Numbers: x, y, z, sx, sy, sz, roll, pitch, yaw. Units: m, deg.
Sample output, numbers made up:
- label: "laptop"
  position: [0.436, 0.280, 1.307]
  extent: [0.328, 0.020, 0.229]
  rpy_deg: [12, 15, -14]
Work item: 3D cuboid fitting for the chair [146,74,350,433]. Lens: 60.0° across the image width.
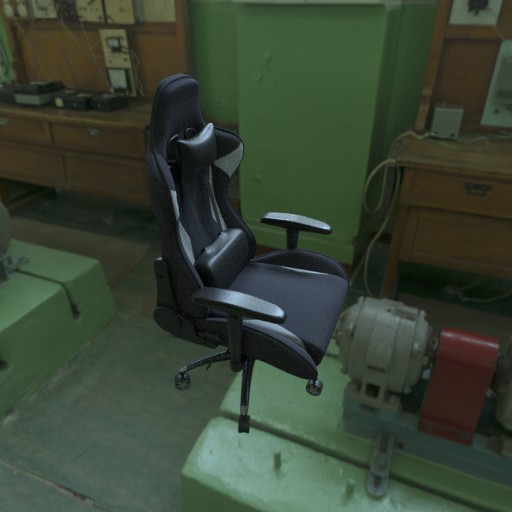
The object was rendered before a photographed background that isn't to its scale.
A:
- label: "chair"
  position: [0.000, 0.000, 1.744]
  extent: [0.695, 1.300, 0.730]
  rpy_deg: [11, 32, 18]
